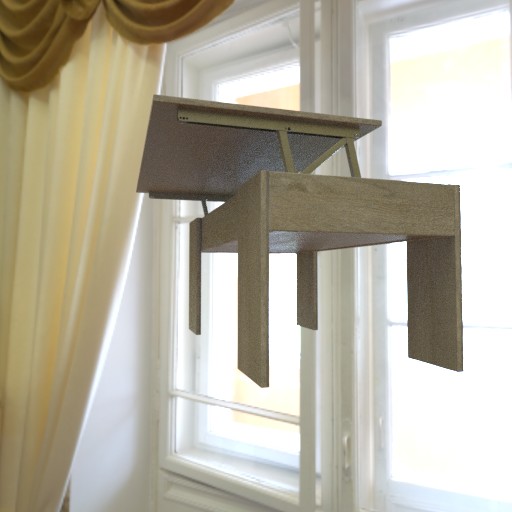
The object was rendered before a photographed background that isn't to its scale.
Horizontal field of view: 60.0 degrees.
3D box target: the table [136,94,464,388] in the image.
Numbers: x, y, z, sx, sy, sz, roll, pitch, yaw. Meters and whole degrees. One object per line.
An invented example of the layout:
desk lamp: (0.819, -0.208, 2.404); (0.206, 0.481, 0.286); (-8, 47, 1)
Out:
table: (0.000, 0.000, 1.411); (0.711, 0.570, 1.000); (1, -2, -17)
